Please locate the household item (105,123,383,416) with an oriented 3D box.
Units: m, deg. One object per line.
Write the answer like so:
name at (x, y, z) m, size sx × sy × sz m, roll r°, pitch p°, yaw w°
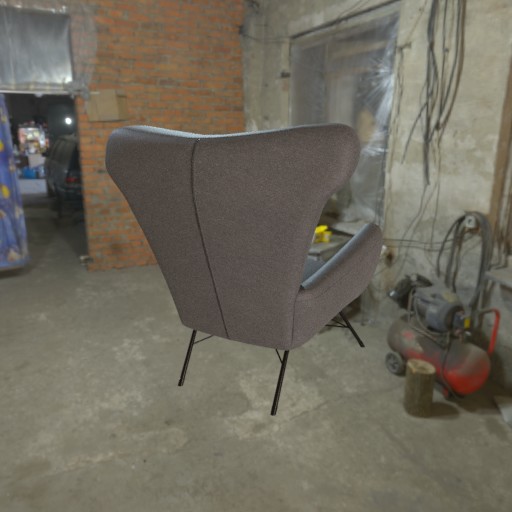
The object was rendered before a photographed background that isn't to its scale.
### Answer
household item at (0.000, 0.000, 1.861) m, size 0.980 × 1.050 × 0.900 m, roll 8°, pitch 17°, yaw 27°
